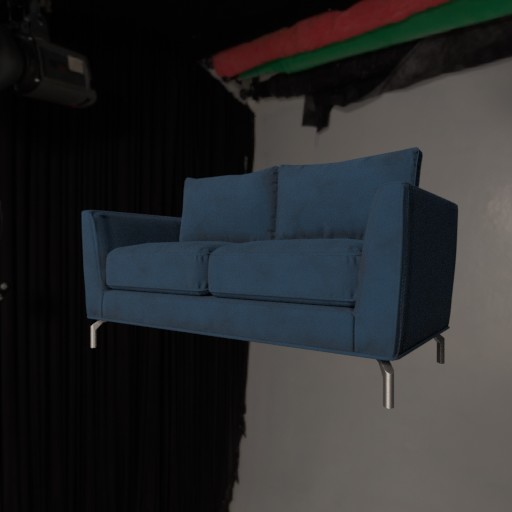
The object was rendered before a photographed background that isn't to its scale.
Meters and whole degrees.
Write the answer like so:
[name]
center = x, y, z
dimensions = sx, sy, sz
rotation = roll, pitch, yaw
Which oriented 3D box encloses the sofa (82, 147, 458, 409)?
[sofa]
center = 0.000, 0.000, 2.268
dimensions = 1.770, 1.002, 0.853
rotation = 0, 0, 35
